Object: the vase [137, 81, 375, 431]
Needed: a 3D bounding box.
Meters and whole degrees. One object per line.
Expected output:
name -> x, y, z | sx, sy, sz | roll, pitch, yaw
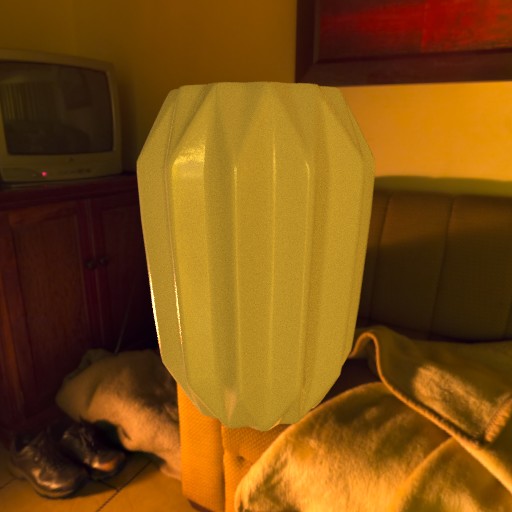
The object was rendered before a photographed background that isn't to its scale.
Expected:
vase -> 0.000, 0.000, 0.391 | 0.195, 0.275, 0.195 | 0, 15, 0
